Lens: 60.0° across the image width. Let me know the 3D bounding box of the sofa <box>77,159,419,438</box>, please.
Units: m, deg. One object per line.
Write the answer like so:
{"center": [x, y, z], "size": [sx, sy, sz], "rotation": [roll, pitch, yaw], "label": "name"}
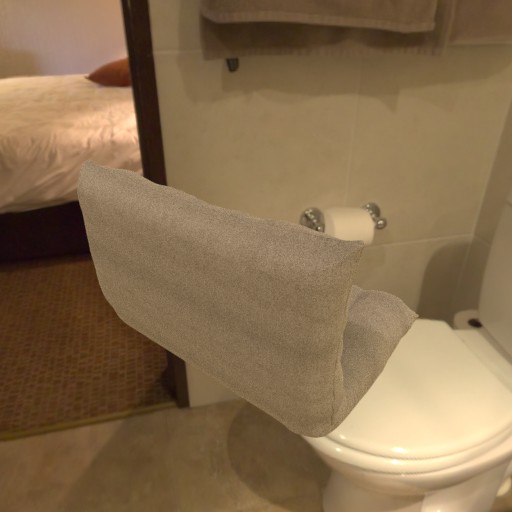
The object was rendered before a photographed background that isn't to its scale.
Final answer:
{"center": [0.000, 0.000, 1.733], "size": [1.144, 0.795, 0.847], "rotation": [22, 37, 32], "label": "sofa"}
